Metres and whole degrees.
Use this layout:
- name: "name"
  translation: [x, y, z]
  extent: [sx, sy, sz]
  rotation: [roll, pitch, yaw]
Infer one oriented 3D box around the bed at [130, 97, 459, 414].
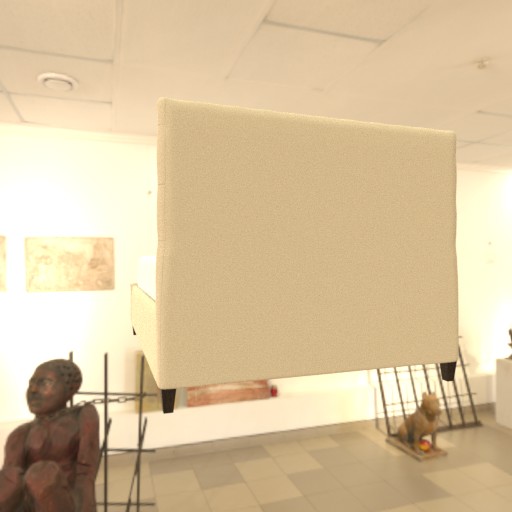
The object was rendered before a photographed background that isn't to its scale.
- name: "bed"
  translation: [0.000, 0.000, 3.287]
  extent: [1.696, 1.426, 2.233]
  rotation: [0, 0, -19]
